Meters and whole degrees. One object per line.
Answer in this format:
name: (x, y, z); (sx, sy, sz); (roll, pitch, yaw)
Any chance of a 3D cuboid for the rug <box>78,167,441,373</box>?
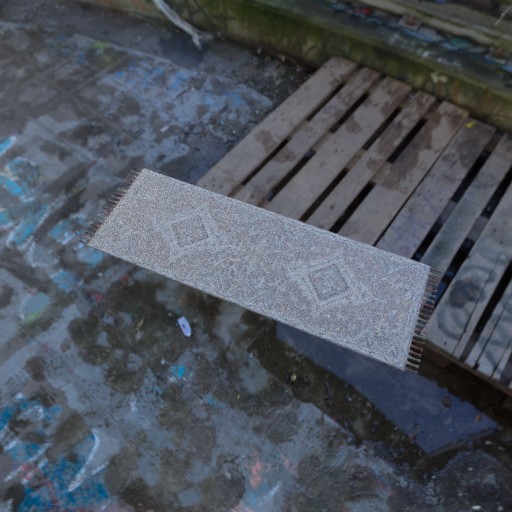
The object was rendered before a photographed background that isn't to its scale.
rug: (0.000, 0.000, 2.889); (2.378, 0.018, 1.324); (35, 65, 19)
